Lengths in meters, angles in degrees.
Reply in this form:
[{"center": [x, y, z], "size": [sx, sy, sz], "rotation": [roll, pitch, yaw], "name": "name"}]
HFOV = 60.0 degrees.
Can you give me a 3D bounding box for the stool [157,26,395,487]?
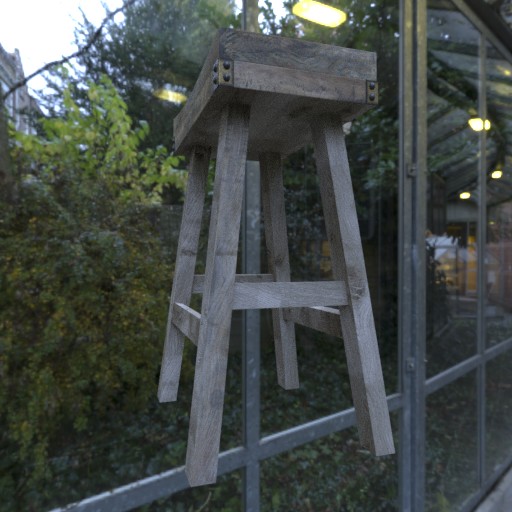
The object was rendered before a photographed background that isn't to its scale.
[{"center": [0.000, 0.000, 0.860], "size": [0.330, 0.635, 0.450], "rotation": [0, 0, -19], "name": "stool"}]
